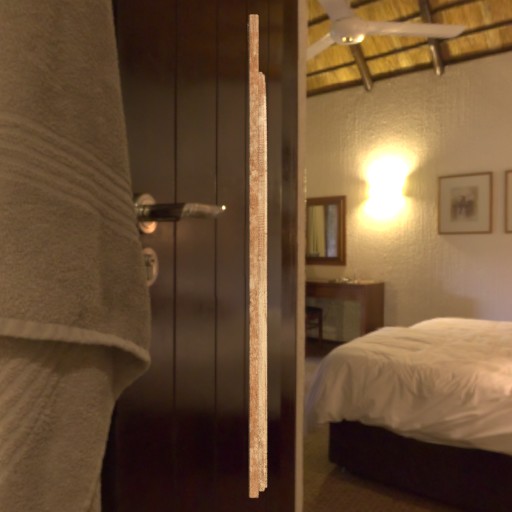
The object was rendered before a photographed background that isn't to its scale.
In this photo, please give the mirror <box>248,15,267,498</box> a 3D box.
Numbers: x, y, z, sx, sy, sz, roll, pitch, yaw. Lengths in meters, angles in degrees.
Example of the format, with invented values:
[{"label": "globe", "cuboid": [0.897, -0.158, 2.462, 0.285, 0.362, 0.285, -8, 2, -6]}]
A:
[{"label": "mirror", "cuboid": [0.000, 0.000, 0.968, 0.058, 0.787, 0.495, 0, 0, -1]}]
